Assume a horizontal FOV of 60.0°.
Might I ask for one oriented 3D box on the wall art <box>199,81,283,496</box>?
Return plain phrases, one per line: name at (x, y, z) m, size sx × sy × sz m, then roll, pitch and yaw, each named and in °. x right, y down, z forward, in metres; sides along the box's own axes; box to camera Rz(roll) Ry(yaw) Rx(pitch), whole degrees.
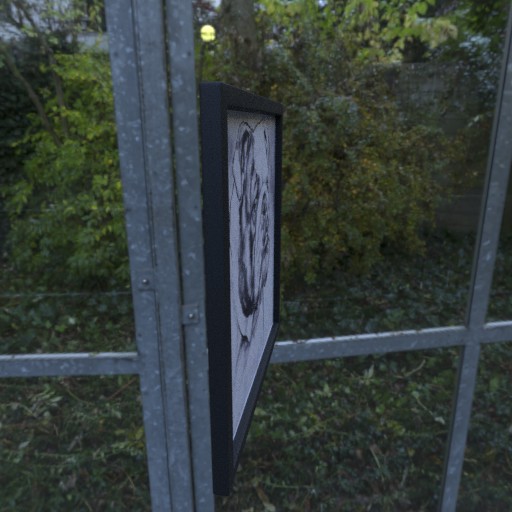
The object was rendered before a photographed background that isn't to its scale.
wall art at (0.000, 0.000, 0.669) m, size 0.022 × 0.453 × 0.456 m, roll 3°, pitch 17°, yaw 10°
